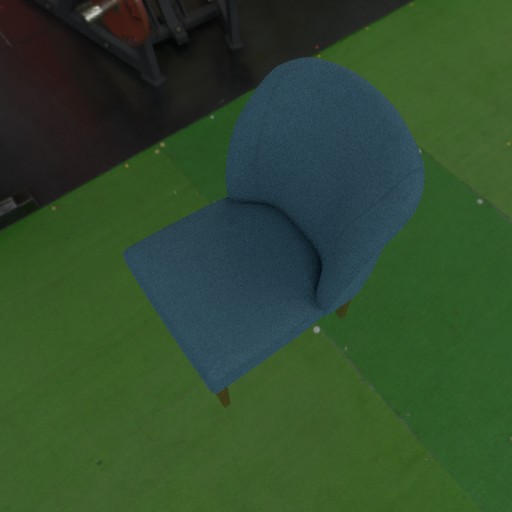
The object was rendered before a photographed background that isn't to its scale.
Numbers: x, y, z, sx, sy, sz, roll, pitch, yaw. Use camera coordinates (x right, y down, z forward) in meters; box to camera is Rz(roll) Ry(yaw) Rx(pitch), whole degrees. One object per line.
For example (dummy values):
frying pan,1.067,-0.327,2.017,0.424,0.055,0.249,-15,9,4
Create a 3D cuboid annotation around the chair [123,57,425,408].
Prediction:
chair,0.000,0.000,1.246,0.620,0.879,0.507,-33,68,-15
